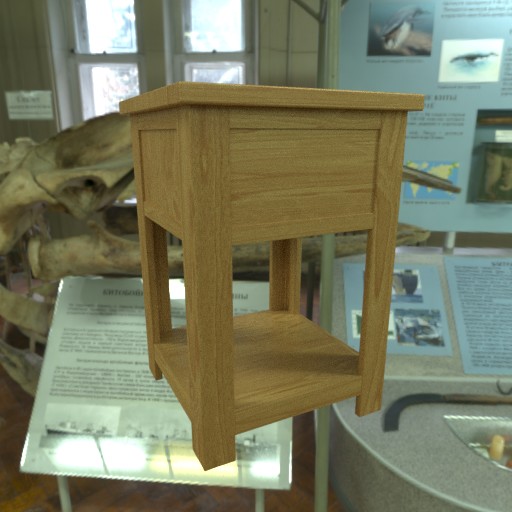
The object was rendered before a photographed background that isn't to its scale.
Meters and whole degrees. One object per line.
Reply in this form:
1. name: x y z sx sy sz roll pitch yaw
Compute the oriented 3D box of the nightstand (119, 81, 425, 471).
1. nightstand: 0.000 0.000 0.913 0.428 0.614 0.418 -8 17 -26
